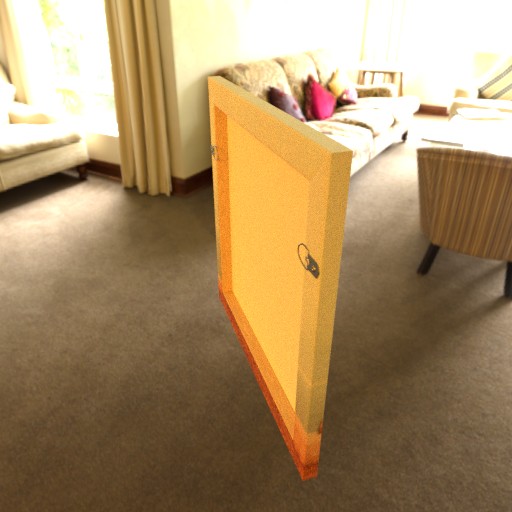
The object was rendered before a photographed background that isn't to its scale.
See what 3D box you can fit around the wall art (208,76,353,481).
[{"bbox_3d":[0.000,0.000,0.903,0.034,0.605,0.605,-10,31,-16],"label":"wall art"}]
